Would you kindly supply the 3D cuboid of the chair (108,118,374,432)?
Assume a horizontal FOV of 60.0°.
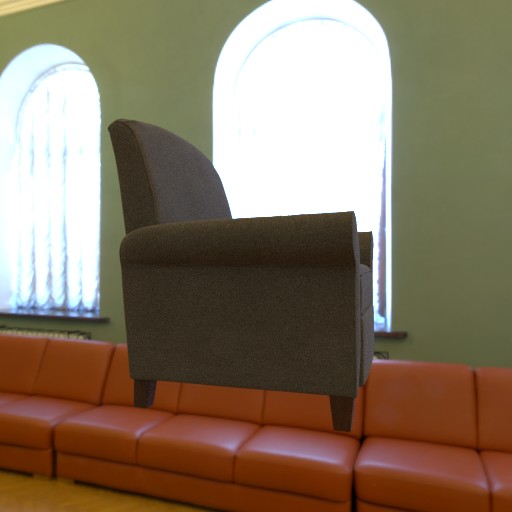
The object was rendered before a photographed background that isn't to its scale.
[{"bbox_3d":[0.000,0.000,1.787,0.905,1.061,0.978,0,-1,18],"label":"chair"}]
